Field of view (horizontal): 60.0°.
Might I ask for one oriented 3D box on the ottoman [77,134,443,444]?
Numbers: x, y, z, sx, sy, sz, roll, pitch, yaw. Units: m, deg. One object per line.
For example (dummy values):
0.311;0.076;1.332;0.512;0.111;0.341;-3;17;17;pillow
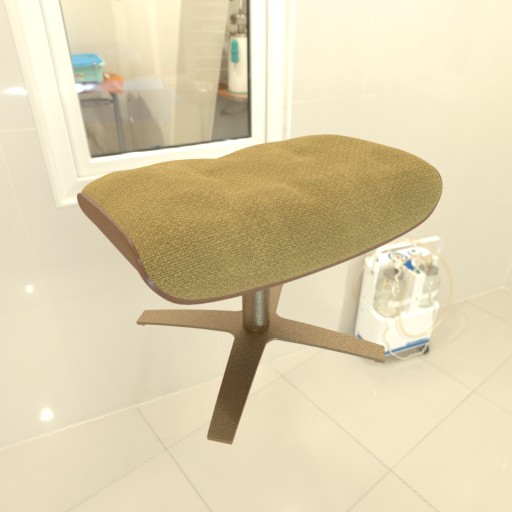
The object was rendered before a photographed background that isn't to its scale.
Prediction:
0.000;0.000;0.820;0.520;0.391;0.394;-18;35;-27;ottoman
